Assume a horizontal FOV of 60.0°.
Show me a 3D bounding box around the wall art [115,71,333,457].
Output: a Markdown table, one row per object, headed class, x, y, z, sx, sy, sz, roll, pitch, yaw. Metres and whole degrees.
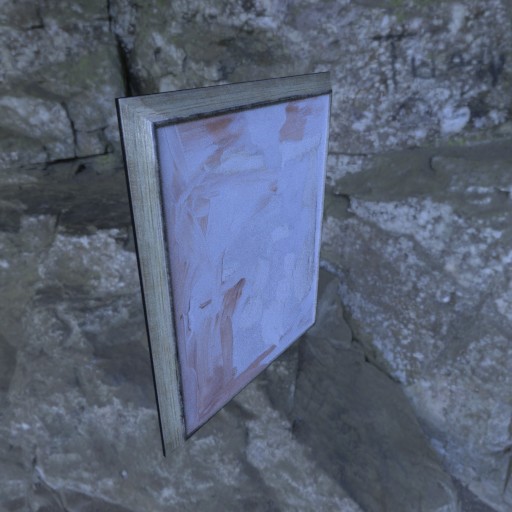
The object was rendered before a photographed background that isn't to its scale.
| class | x | y | z | sx | sy | sz | roll | pitch | yaw |
| --- | --- | --- | --- | --- | --- | --- | --- | --- | --- |
| wall art | 0.000 | 0.000 | 0.622 | 0.023 | 0.457 | 0.381 | 19 | 32 | 33 |
